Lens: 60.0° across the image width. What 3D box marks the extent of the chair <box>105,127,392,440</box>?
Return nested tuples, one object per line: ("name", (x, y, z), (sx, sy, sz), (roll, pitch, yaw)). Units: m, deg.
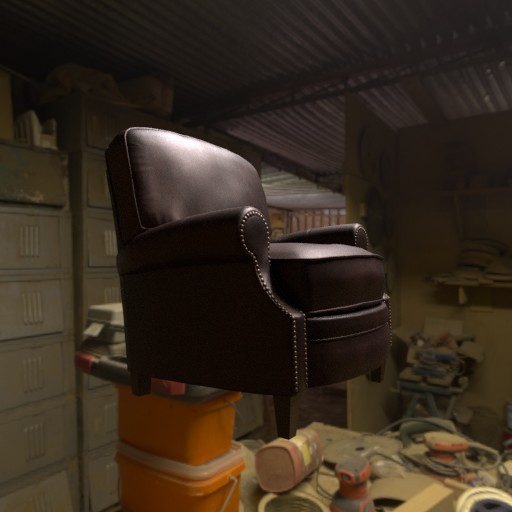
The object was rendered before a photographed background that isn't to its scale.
("chair", (0.000, 0.000, 1.735), (0.986, 1.018, 0.936), (0, 0, 36))
